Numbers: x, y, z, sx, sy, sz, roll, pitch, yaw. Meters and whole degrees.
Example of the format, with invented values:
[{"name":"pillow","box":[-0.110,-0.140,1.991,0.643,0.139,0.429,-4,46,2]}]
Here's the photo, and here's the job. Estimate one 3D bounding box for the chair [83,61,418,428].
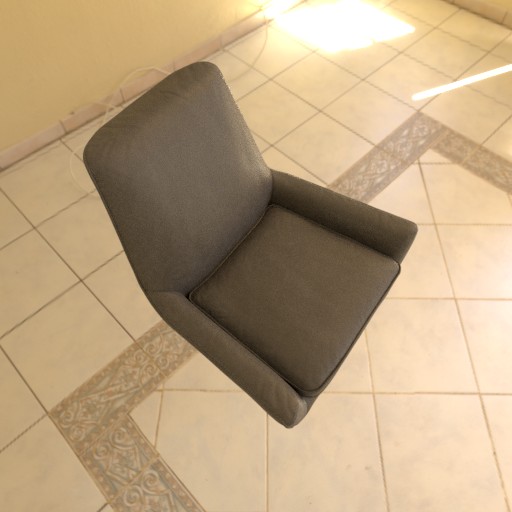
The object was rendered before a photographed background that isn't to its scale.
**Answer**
[{"name":"chair","box":[0.000,0.000,1.451,0.822,0.888,0.787,31,63,18]}]
